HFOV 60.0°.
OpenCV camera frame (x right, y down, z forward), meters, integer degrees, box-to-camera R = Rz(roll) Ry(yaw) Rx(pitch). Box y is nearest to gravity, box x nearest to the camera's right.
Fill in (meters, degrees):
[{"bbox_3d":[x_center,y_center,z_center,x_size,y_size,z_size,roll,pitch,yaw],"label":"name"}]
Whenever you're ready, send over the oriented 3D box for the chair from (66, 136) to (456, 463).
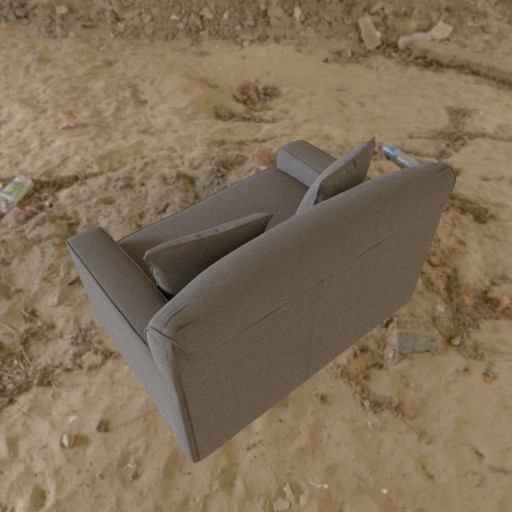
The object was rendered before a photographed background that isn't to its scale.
[{"bbox_3d":[0.000,0.000,2.054,1.395,0.953,0.992,-29,51,-27],"label":"chair"}]
